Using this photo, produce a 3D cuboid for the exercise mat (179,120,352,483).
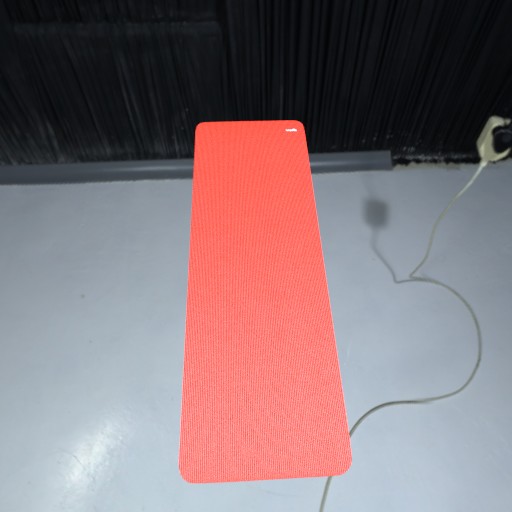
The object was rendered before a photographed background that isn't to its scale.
[{"bbox_3d":[0.000,0.000,2.054,0.616,0.021,1.869,-2,57,-1],"label":"exercise mat"}]
